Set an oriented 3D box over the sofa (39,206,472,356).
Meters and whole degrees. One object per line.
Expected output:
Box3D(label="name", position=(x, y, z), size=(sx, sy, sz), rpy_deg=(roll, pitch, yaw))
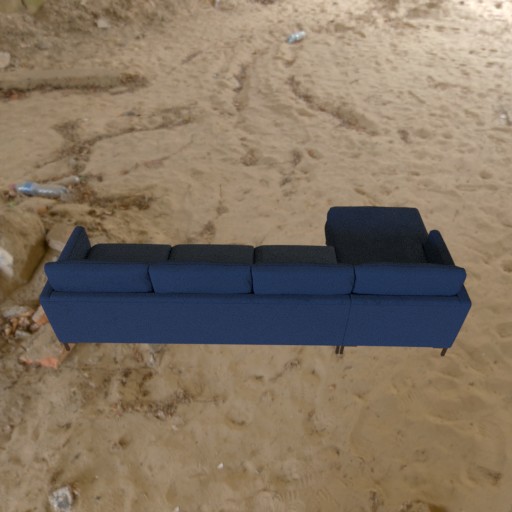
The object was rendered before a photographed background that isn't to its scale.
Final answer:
Box3D(label="sofa", position=(0.000, 0.000, 2.963), size=(2.450, 0.679, 1.128), rpy_deg=(1, 42, 1))
